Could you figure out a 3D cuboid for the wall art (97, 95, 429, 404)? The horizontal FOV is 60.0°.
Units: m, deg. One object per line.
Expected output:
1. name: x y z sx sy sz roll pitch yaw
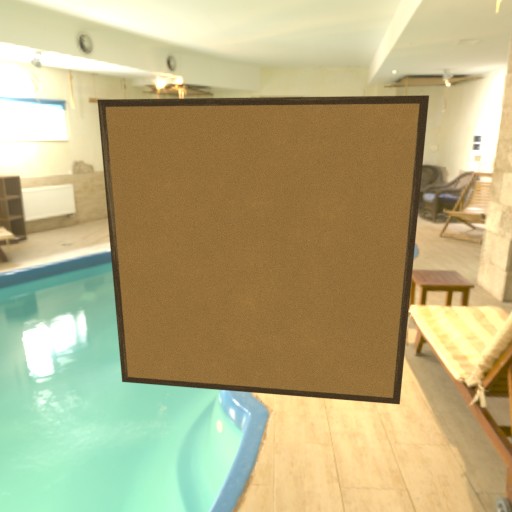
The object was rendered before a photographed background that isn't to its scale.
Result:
1. wall art: 0.000 0.000 1.129 0.762 0.758 0.043 2 15 8
